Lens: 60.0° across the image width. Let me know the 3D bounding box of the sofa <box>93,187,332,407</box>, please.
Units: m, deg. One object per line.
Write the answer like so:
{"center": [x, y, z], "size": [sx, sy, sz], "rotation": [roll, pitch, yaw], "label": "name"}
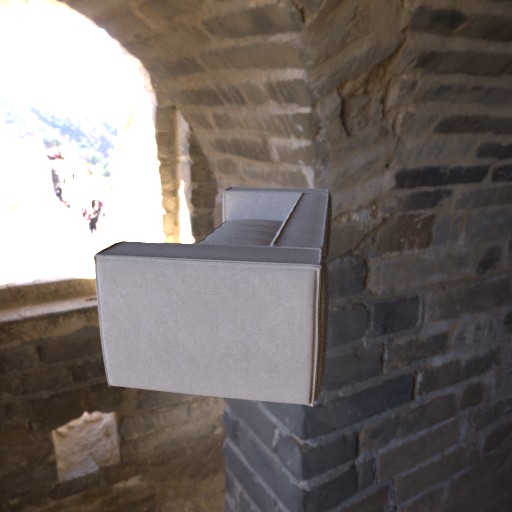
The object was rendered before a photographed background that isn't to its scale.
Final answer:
{"center": [0.000, 0.000, 3.143], "size": [1.038, 0.680, 2.697], "rotation": [3, 15, 9], "label": "sofa"}
